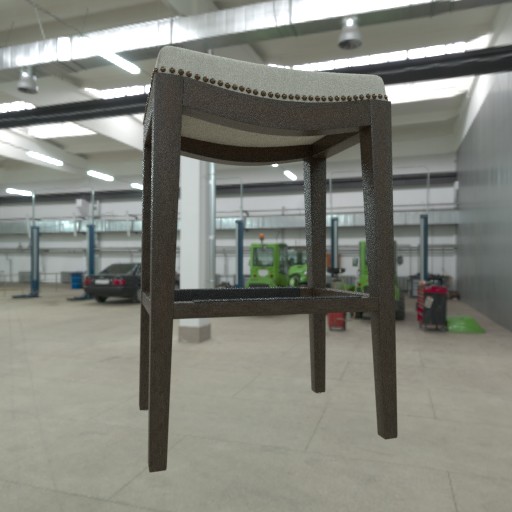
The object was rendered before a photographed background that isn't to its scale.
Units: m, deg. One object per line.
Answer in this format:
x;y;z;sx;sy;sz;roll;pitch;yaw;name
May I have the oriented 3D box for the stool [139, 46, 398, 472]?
0.000;0.000;1.008;0.498;0.759;0.358;0;0;-17;stool
